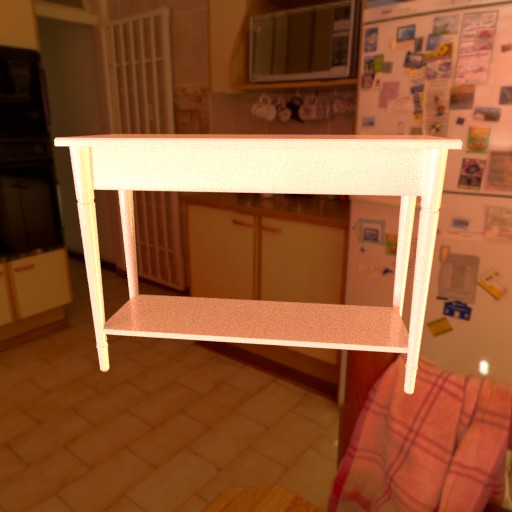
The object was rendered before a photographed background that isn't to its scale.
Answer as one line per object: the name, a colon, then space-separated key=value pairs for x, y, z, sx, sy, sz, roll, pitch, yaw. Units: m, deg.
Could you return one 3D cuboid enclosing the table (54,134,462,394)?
table: x=0.000 y=0.000 z=1.437 sx=1.067 sy=0.749 sz=0.381 roll=2 pitch=17 yaw=7
